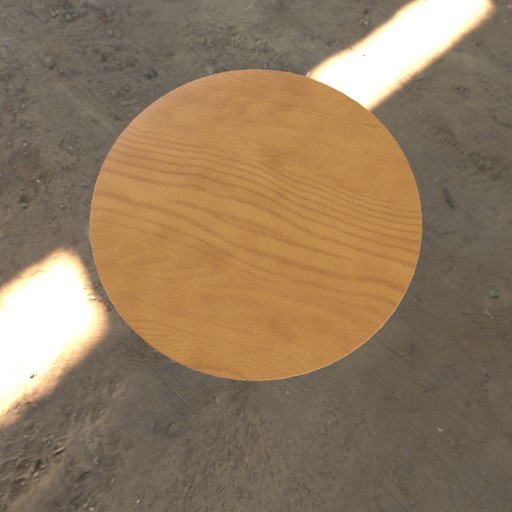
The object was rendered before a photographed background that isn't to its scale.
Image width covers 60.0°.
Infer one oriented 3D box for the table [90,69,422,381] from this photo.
[{"bbox_3d":[0.000,0.000,1.091,0.597,0.612,0.597,0,74,0],"label":"table"}]
